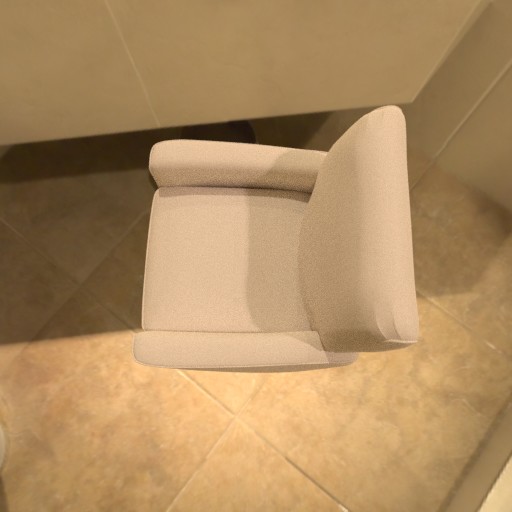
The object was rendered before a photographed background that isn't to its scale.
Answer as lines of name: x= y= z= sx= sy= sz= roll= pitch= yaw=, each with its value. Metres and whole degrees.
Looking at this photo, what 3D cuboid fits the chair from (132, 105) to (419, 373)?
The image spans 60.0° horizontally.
chair: x=0.000 y=0.000 z=1.650 sx=0.858 sy=1.028 sz=0.841 roll=1 pitch=75 yaw=0
